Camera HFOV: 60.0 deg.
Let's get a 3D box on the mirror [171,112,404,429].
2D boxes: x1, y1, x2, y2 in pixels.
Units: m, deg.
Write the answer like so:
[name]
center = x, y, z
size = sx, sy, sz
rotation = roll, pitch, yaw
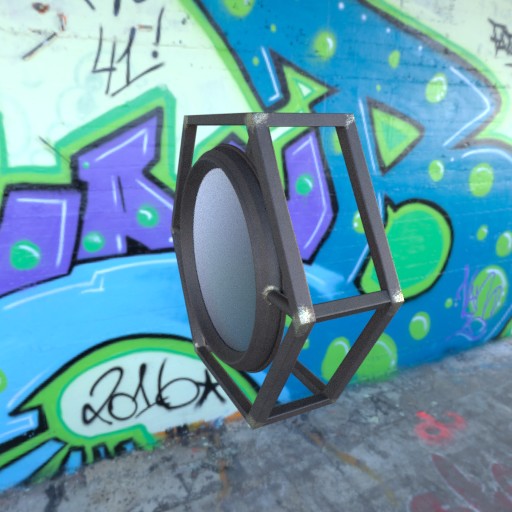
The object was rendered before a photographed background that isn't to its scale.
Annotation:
[mirror]
center = 0.000, 0.000, 0.549
size = 0.119, 0.334, 0.380
rotation = -8, 19, -25
